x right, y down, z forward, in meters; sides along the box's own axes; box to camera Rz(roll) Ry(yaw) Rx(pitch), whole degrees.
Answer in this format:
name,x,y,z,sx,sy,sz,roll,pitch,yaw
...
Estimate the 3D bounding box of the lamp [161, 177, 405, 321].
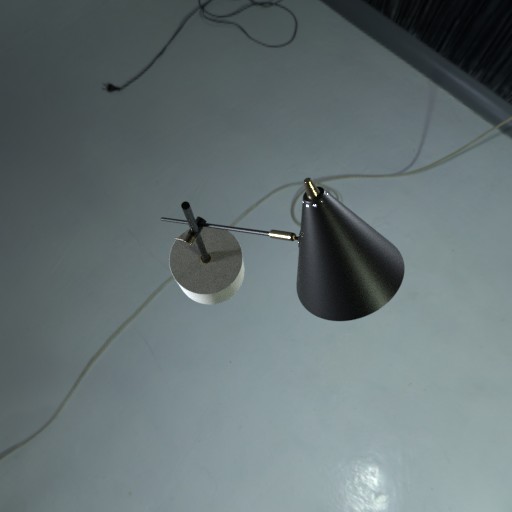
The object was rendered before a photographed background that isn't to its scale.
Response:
name,x,y,z,sx,sy,sz,roll,pitch,yaw
lamp,0.000,0.000,0.749,0.403,0.518,0.214,37,77,10
